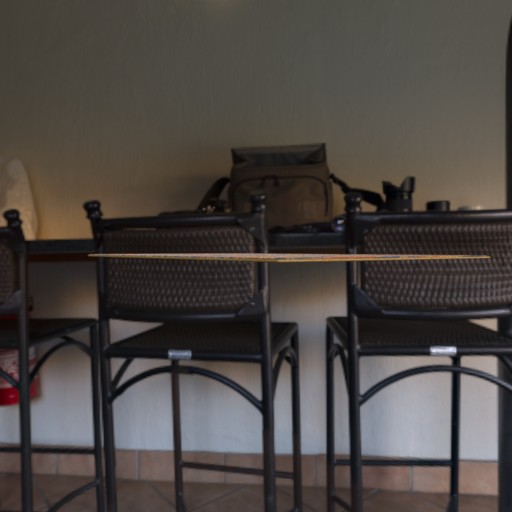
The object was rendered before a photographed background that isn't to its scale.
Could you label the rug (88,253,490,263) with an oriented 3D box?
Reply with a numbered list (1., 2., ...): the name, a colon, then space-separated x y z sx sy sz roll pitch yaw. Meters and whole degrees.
1. rug: 0.000 0.000 2.222 1.148 0.013 1.758 0 1 -36
